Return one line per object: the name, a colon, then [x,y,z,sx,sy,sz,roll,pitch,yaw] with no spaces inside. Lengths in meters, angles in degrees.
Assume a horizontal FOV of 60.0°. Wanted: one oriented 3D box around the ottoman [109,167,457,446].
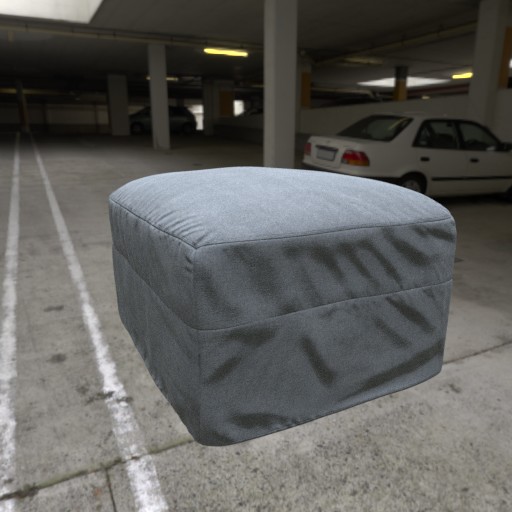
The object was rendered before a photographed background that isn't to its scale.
ottoman: [0.000,0.000,1.236,0.683,0.481,0.837,-8,17,-26]
